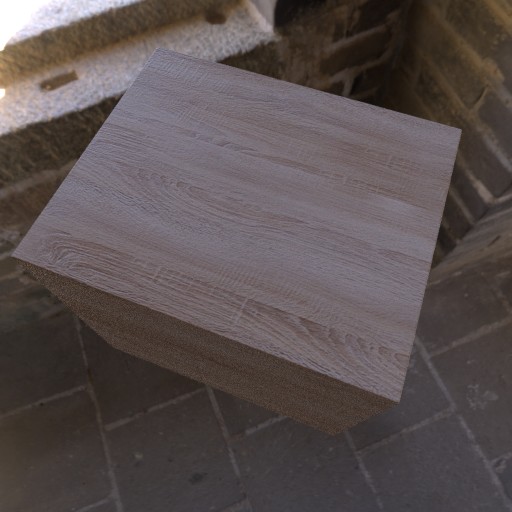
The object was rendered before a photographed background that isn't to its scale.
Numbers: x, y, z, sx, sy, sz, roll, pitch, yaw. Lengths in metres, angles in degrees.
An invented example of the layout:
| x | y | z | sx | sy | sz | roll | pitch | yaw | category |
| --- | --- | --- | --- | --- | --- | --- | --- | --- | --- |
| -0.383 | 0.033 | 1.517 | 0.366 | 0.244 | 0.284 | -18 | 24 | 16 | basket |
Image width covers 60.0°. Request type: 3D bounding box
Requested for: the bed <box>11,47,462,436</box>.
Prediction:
| x | y | z | sx | sy | sz | roll | pitch | yaw | category |
| --- | --- | --- | --- | --- | --- | --- | --- | --- | --- |
| 0.000 | 0.000 | 0.751 | 0.460 | 0.420 | 0.401 | 19 | 65 | 9 | bed |
